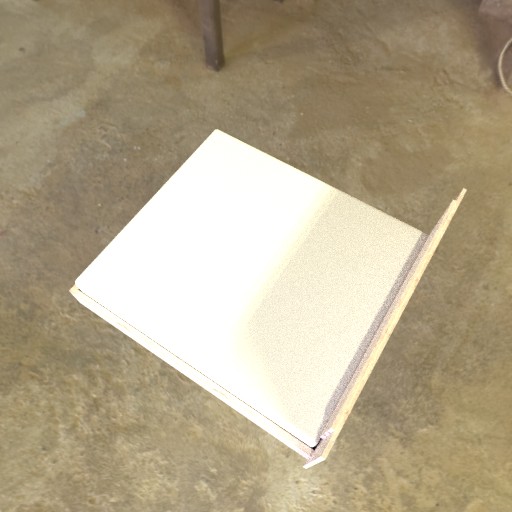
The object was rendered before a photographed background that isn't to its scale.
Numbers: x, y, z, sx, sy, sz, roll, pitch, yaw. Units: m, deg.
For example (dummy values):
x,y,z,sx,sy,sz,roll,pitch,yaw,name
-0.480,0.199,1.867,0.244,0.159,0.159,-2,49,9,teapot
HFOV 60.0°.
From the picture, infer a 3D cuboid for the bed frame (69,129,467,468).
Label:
x,y,z,sx,sy,sz,roll,pitch,yaw,name
0.000,0.000,3.244,2.080,0.970,1.950,30,66,15,bed frame
